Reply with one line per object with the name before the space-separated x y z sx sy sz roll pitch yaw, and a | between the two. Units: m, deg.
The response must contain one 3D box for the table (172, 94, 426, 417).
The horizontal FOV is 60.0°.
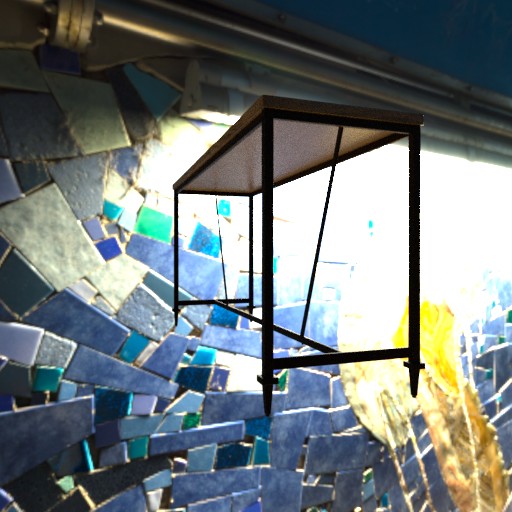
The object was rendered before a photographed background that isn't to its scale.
table | 0.000 0.000 2.117 0.551 0.902 1.700 0 0 -19
